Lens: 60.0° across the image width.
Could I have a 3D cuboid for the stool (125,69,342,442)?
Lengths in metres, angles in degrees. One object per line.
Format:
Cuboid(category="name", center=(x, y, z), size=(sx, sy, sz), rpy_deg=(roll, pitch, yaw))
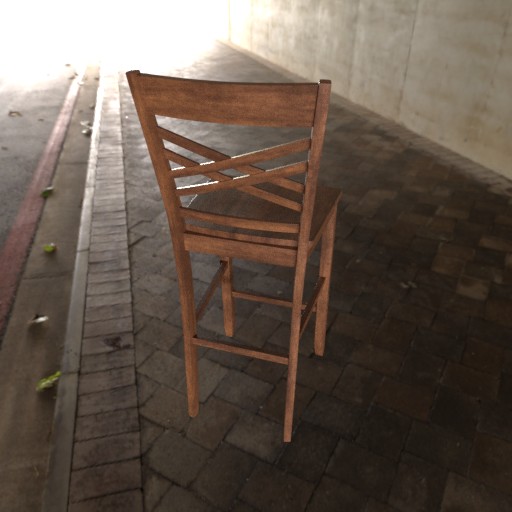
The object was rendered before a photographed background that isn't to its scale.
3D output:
Cuboid(category="stool", center=(0.000, 0.000, 1.351), size=(0.433, 1.105, 0.487), rpy_deg=(9, 33, 14))
